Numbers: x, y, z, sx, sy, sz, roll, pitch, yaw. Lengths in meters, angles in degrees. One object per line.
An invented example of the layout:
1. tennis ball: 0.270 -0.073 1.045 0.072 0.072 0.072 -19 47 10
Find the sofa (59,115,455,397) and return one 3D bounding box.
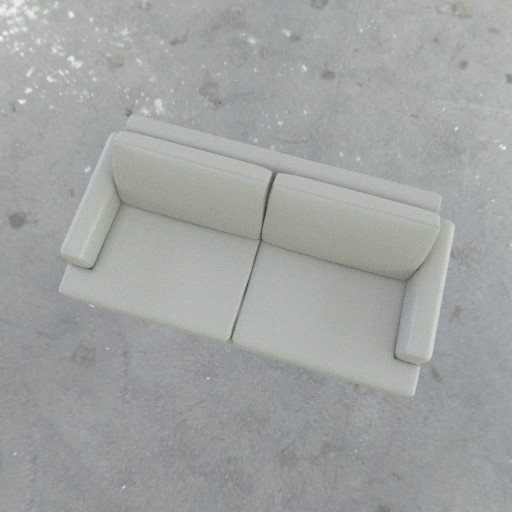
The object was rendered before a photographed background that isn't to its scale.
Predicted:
1. sofa: 0.000 0.000 2.393 1.940 0.765 0.974 16 75 4
